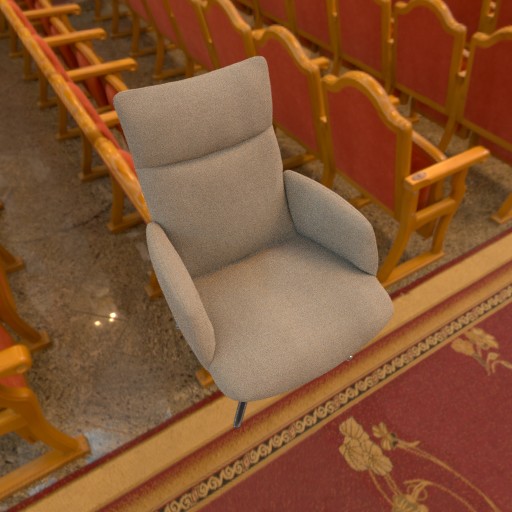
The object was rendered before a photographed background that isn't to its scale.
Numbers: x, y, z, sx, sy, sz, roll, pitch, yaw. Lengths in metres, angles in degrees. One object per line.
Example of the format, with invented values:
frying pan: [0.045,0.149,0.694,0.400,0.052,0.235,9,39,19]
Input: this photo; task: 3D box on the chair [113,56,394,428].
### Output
chair: [0.000,0.000,1.562,0.711,1.016,0.889,-24,52,-21]
